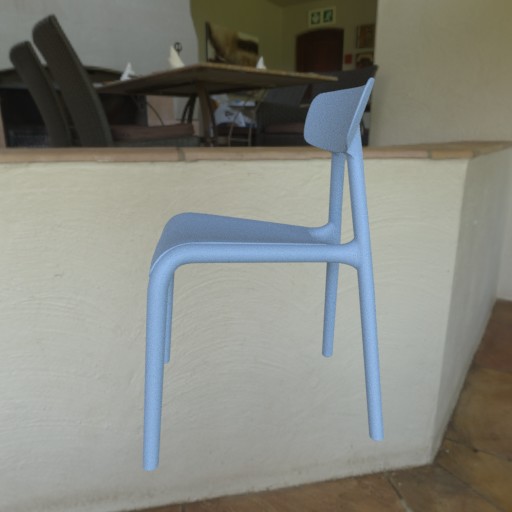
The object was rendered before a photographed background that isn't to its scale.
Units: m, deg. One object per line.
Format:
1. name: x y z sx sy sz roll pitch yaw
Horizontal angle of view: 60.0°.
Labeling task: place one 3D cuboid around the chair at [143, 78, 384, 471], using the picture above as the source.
1. chair: 0.000 0.000 0.800 0.401 0.580 0.356 -2 16 -7
